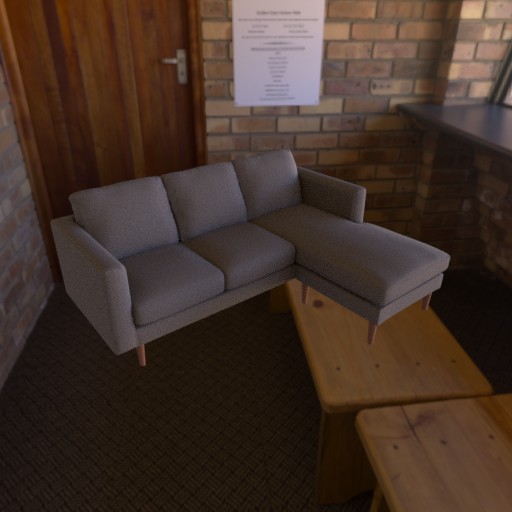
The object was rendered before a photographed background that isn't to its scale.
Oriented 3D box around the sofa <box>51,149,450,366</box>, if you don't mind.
[{"bbox_3d":[0.000,0.000,2.882,2.031,0.897,1.591,-20,34,-34],"label":"sofa"}]
